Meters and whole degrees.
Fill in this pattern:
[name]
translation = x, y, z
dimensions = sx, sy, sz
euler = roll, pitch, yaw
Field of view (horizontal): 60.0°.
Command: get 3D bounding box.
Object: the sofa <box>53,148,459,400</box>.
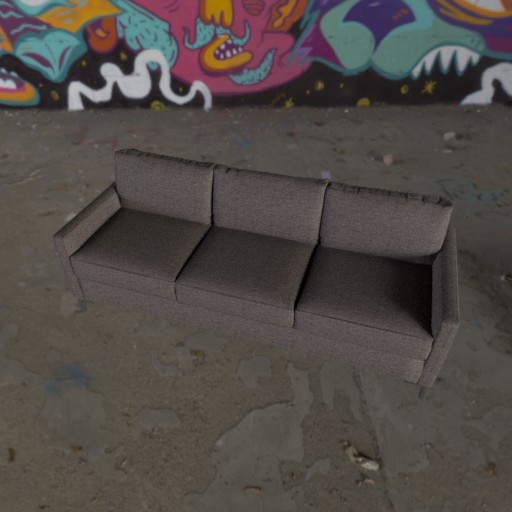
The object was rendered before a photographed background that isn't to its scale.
[sofa]
translation = 0.000, 0.000, 2.704
dimensions = 2.253, 0.882, 0.876
euler = 11, 41, 14
